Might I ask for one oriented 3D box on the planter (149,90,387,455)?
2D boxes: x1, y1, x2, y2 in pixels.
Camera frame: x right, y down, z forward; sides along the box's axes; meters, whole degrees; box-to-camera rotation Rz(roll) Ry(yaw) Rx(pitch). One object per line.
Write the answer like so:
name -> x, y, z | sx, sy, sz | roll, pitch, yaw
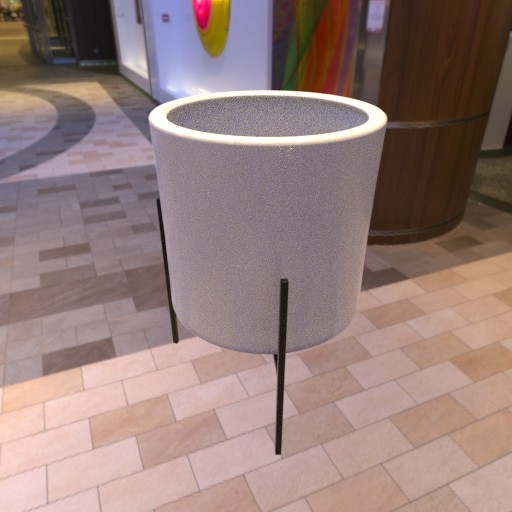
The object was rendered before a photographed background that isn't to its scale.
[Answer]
planter -> 0.000, 0.000, 0.746 | 0.361, 0.480, 0.360 | 10, 31, 17
